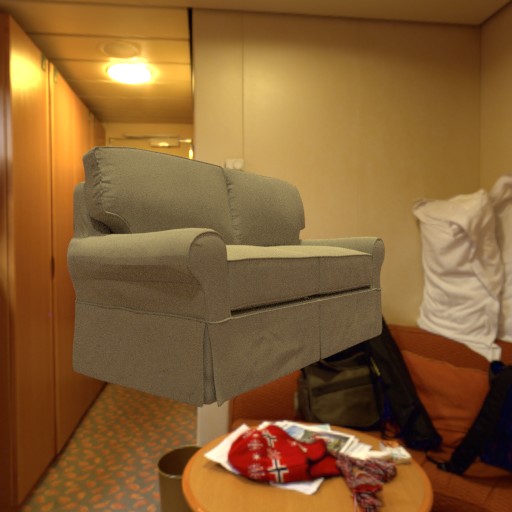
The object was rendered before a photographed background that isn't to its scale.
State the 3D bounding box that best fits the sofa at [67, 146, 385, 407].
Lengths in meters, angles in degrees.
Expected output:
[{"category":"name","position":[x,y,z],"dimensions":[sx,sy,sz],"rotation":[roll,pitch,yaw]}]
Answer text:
[{"category":"sofa","position":[0.000,0.000,2.407],"dimensions":[0.841,1.024,1.823],"rotation":[1,1,36]}]
